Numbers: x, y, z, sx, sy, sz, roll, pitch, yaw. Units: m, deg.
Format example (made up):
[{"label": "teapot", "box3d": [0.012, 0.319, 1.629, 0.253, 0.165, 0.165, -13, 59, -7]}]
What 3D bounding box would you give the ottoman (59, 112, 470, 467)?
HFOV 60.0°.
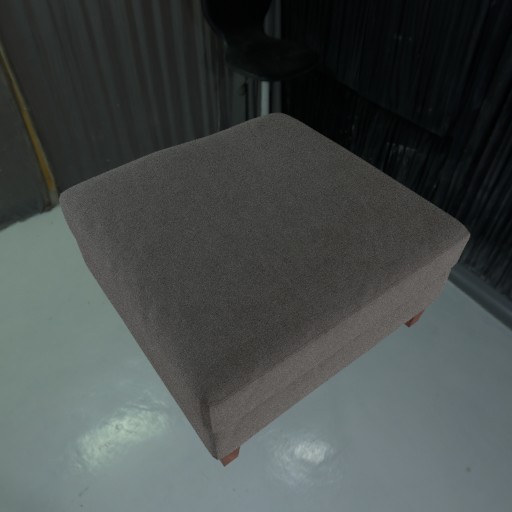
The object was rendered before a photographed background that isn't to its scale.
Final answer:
[{"label": "ottoman", "box3d": [0.000, 0.000, 1.396, 0.881, 0.482, 0.861, -28, 52, -25]}]
